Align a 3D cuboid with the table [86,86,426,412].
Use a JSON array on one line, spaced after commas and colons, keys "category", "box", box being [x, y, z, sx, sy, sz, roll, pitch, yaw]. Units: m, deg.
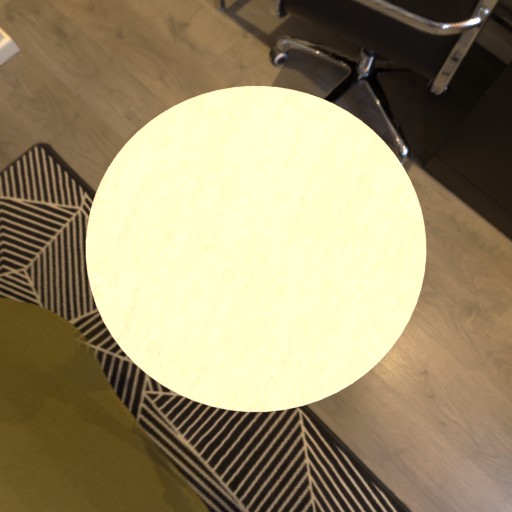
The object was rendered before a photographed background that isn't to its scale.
[{"category": "table", "box": [0.000, 0.000, 1.390, 0.889, 0.470, 0.889, 0, 75, 0]}]
